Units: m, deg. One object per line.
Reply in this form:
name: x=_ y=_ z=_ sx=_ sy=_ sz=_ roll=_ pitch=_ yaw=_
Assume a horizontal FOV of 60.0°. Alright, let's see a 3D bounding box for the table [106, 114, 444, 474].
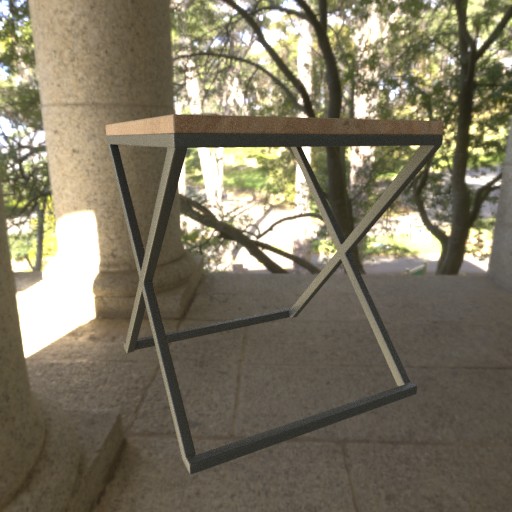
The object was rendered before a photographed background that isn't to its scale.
table: x=0.000 y=0.000 z=0.956 sx=0.499 sy=0.550 sz=0.498 roll=-8 pitch=17 yaw=-27
